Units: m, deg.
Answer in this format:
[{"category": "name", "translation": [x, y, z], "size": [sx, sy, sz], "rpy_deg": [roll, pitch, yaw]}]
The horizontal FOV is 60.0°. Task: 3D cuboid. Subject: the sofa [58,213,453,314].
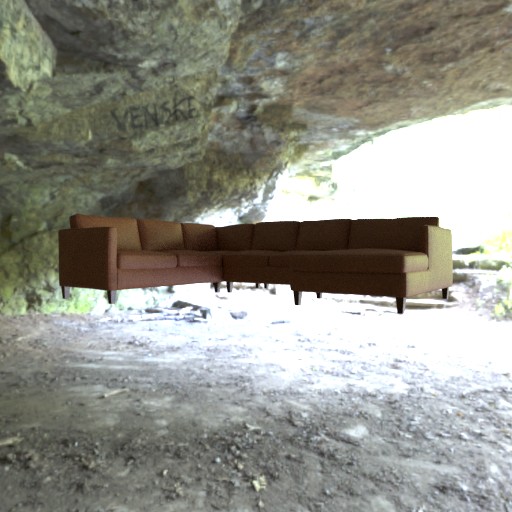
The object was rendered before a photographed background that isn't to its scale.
[{"category": "sofa", "translation": [0.000, 0.000, 4.774], "size": [3.460, 0.923, 2.593], "rpy_deg": [0, 0, 36]}]
